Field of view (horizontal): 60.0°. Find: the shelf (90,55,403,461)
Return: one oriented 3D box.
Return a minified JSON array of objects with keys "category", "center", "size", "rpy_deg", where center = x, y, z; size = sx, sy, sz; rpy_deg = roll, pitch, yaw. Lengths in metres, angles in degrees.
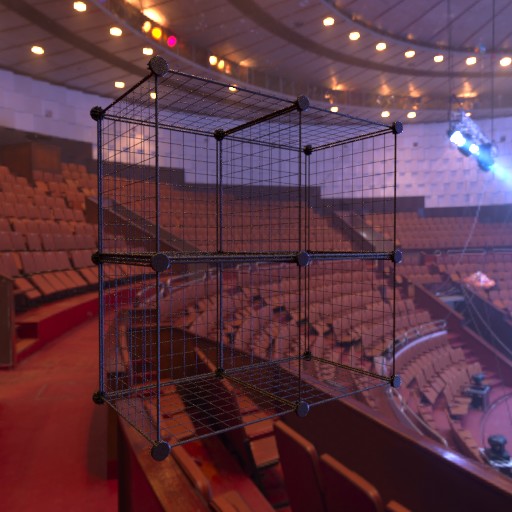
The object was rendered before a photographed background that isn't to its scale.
[{"category":"shelf","center":[0.000,0.000,1.121],"size":[0.711,0.711,0.356],"rpy_deg":[-1,2,-36]}]
